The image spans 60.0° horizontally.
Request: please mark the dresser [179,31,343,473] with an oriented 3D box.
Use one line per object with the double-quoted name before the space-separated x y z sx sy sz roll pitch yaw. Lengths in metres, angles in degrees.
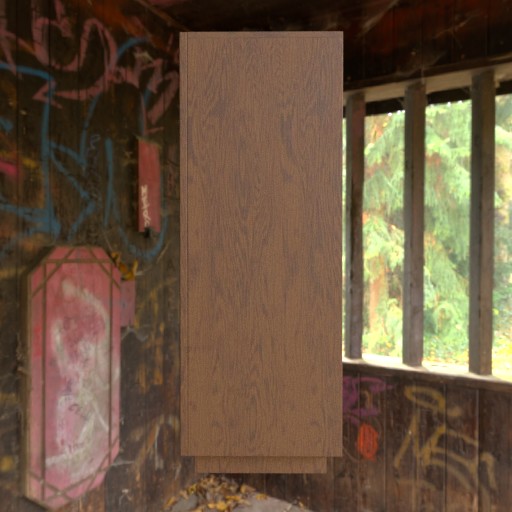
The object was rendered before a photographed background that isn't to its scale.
"dresser" 0.000 0.000 1.782 0.516 1.320 0.964 0 1 1
